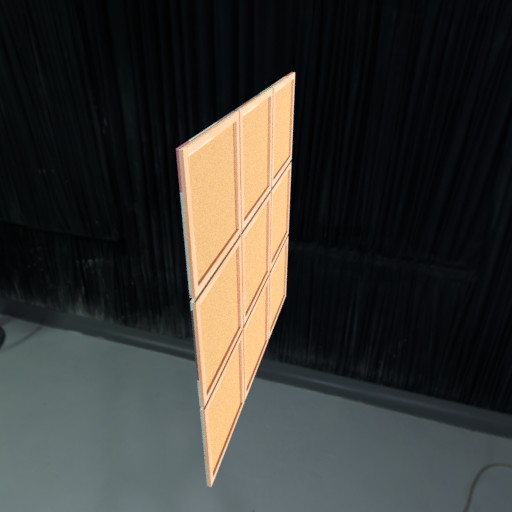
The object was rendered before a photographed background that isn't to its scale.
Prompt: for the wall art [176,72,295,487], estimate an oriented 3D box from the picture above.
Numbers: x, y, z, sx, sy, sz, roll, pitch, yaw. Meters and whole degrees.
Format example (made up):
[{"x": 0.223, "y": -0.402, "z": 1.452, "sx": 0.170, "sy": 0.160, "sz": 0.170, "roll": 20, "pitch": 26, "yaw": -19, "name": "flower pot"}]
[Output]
[{"x": 0.000, "y": 0.000, "z": 1.328, "sx": 0.012, "sy": 0.910, "sz": 0.911, "roll": 8, "pitch": 31, "yaw": 14, "name": "wall art"}]
